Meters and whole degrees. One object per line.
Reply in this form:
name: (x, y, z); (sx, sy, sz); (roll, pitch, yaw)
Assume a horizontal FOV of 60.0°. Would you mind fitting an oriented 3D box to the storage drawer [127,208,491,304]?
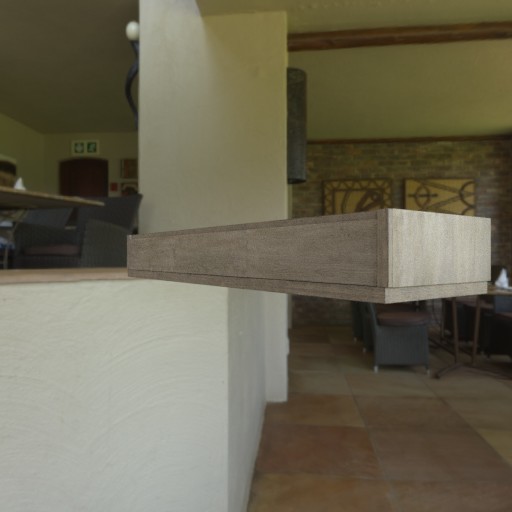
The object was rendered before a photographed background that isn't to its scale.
storage drawer: (0.000, 0.000, 2.268); (0.591, 0.274, 2.072); (0, 0, -36)
